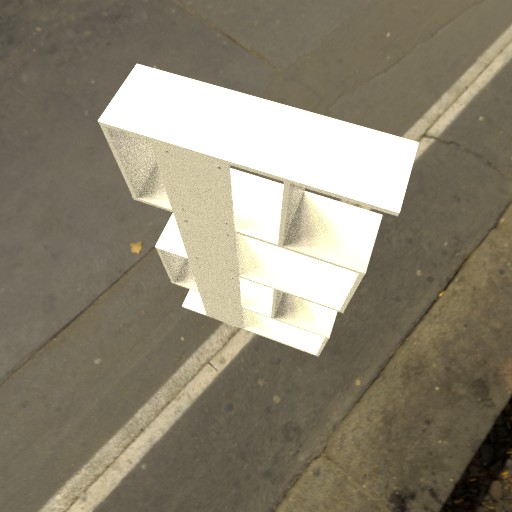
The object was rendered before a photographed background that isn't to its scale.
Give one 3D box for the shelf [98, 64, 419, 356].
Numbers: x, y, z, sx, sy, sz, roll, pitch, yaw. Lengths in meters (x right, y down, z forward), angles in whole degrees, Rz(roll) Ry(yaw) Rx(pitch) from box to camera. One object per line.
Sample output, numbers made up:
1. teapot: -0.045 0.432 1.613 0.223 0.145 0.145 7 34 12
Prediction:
1. shelf: 0.000 0.000 2.015 0.890 1.650 0.250 19 66 9
